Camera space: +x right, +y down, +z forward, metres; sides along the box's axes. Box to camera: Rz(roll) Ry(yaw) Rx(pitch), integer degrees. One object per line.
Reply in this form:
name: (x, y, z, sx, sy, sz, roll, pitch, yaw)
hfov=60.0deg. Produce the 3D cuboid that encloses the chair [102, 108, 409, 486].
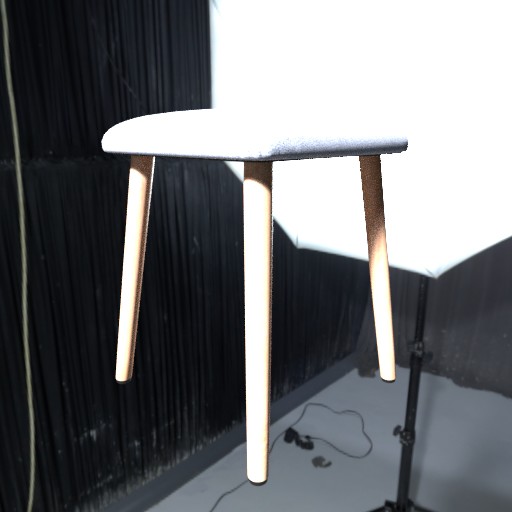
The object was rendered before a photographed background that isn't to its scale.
chair: (0.000, 0.000, 0.703, 0.350, 0.440, 0.350, 15, 21, 43)
